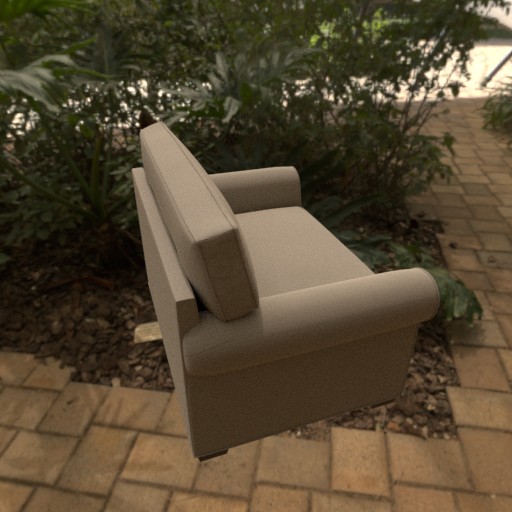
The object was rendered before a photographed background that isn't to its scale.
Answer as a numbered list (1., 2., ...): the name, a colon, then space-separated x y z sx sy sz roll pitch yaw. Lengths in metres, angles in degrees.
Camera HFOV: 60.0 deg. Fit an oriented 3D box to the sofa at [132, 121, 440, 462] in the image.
1. sofa: 0.000 0.000 2.067 0.937 1.006 1.405 -10 32 -17
